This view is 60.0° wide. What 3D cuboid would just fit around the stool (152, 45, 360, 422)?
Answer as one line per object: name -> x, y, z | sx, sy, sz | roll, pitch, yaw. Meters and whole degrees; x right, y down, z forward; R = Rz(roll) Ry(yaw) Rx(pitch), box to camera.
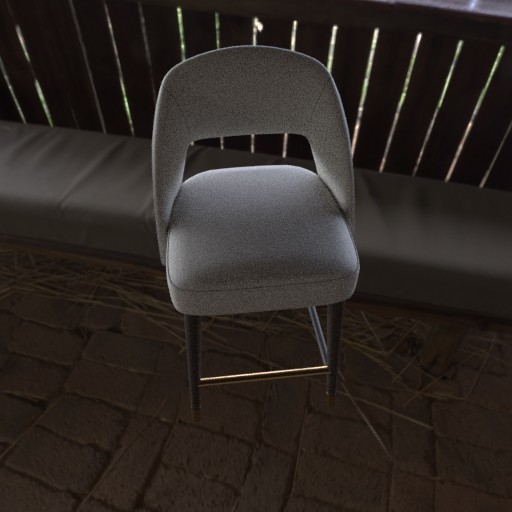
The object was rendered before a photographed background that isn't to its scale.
stool -> 0.000, 0.000, 1.228 | 0.494, 0.940, 0.509 | -5, 47, -4
